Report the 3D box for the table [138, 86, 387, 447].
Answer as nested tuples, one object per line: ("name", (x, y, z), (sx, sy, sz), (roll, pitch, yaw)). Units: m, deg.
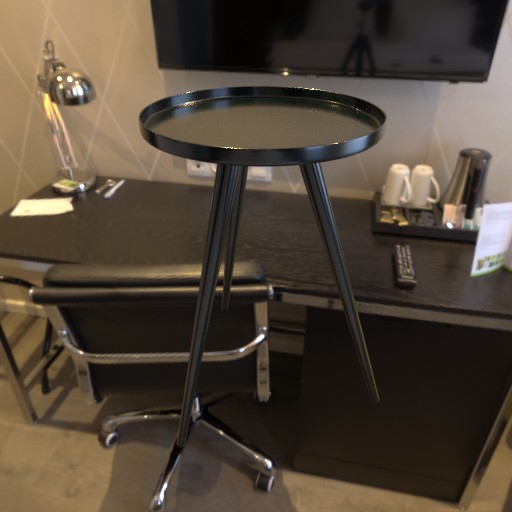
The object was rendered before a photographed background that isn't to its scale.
("table", (0.000, 0.000, 0.837), (0.403, 0.548, 0.415), (-10, 33, -15))
